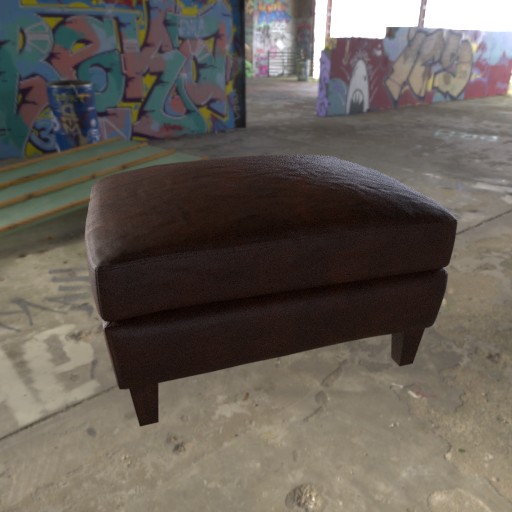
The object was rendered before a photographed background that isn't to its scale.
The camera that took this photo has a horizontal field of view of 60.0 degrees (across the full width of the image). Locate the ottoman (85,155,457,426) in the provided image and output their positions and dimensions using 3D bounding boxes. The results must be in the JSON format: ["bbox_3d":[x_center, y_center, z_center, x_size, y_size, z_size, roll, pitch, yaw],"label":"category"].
[{"bbox_3d":[0.000,0.000,1.292,0.887,0.527,0.659,-8,27,-16],"label":"ottoman"}]
